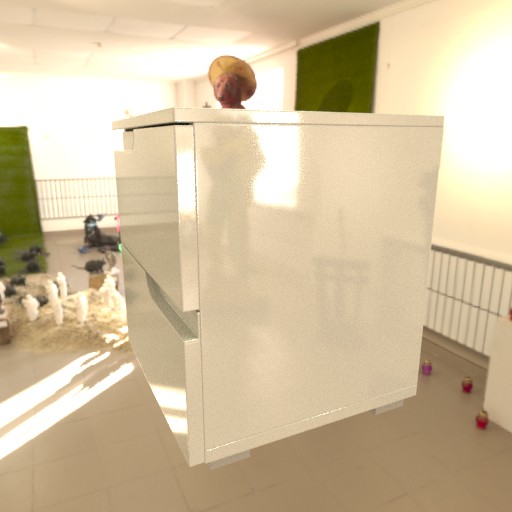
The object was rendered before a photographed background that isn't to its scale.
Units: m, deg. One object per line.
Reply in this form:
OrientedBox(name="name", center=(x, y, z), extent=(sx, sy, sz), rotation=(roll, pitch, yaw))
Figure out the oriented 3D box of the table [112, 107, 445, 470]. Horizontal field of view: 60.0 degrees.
OrientedBox(name="table", center=(0.000, 0.000, 0.795), extent=(0.400, 0.470, 0.420), rotation=(-7, 16, -25))
